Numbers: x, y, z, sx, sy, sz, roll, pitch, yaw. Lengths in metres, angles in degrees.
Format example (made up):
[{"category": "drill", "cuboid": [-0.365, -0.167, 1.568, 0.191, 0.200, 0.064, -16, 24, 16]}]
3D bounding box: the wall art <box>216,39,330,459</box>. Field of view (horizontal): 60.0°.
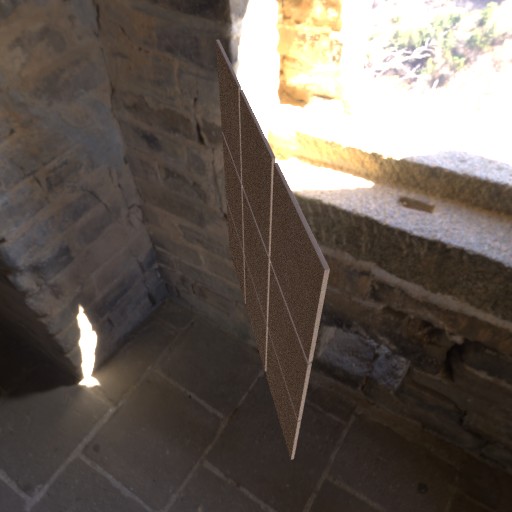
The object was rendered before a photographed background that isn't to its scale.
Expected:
[{"category": "wall art", "cuboid": [0.000, 0.000, 1.789, 0.013, 1.218, 1.219, -11, 49, -10]}]
